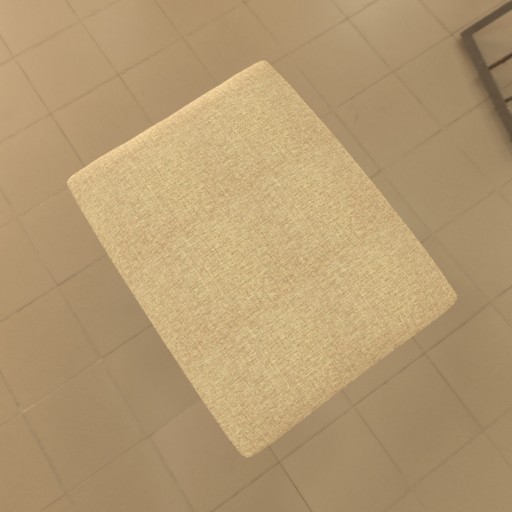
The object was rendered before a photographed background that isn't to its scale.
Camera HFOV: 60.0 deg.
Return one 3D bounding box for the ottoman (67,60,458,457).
[{"bbox_3d":[0.000,0.000,1.156,0.584,0.513,0.741,-34,79,-8],"label":"ottoman"}]
